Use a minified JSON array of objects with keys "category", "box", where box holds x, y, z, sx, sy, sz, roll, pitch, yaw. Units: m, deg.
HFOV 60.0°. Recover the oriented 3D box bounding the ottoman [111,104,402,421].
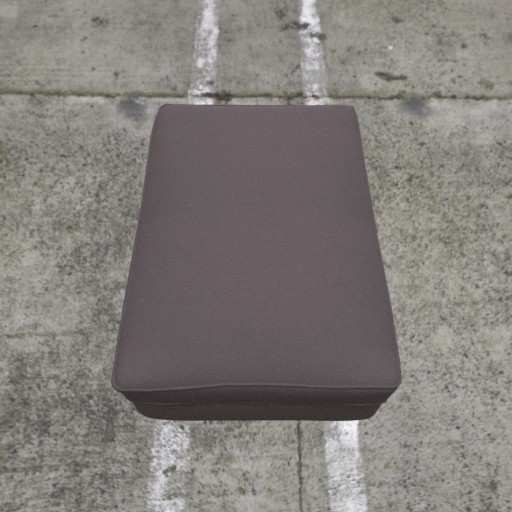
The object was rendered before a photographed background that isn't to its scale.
[{"category":"ottoman","box":[0.000,0.000,0.994,0.508,0.406,0.686,0,58,0]}]
